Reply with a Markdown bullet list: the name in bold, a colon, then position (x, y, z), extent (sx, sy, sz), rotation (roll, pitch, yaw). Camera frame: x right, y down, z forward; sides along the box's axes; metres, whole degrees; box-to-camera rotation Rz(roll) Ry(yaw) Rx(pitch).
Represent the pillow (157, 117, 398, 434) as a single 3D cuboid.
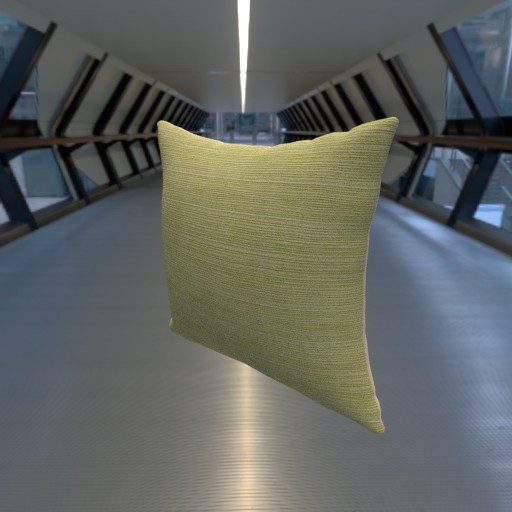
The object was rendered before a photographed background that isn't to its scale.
- **pillow**: position (0.000, 0.000, 0.820), extent (0.560, 0.487, 0.229), rotation (15, 22, 41)
